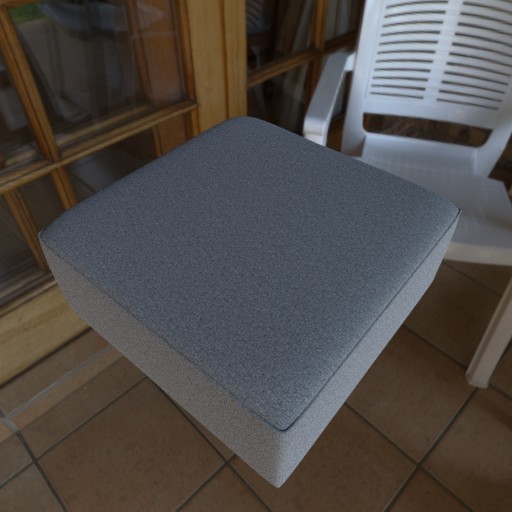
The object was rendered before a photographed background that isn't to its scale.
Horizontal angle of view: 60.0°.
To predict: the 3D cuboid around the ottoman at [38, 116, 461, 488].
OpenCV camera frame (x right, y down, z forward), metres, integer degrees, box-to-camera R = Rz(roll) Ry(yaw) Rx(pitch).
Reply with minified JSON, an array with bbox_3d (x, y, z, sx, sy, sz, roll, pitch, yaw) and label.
[{"bbox_3d":[0.000,0.000,1.559,1.005,0.464,1.015,31,53,27],"label":"ottoman"}]
